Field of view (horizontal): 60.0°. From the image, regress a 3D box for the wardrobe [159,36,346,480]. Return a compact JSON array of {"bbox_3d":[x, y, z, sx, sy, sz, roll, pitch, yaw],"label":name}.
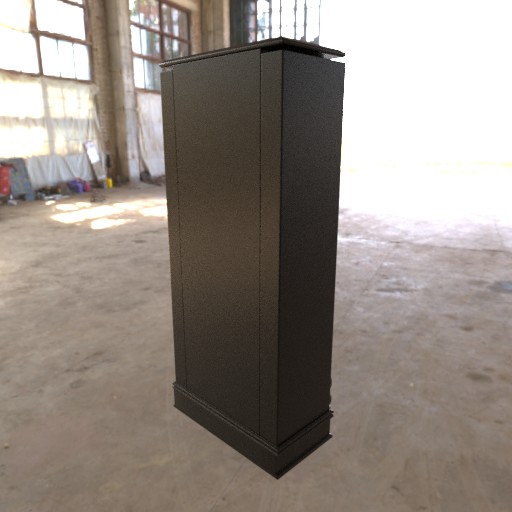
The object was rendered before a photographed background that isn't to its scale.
[{"bbox_3d":[0.000,0.000,1.221,0.444,1.011,0.295,14,20,43],"label":"wardrobe"}]
